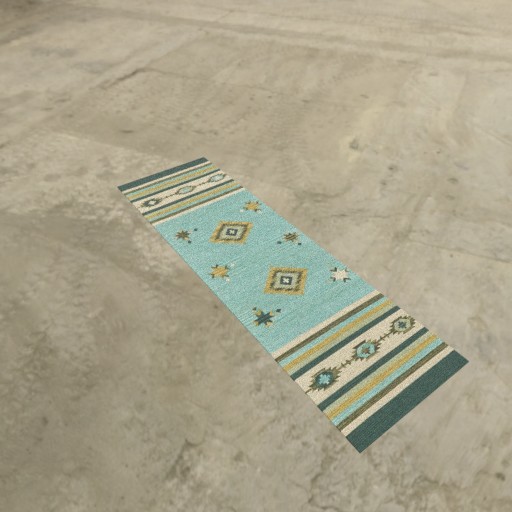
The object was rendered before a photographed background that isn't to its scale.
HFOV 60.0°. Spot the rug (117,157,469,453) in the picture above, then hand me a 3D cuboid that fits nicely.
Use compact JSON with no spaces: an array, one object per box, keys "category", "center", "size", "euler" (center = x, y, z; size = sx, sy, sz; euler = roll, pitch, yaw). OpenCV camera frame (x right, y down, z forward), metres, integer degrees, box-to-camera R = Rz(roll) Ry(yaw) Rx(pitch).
[{"category":"rug","center":[0.000,0.000,2.698],"size":[0.744,0.010,2.441],"euler":[-26,48,-26]}]
